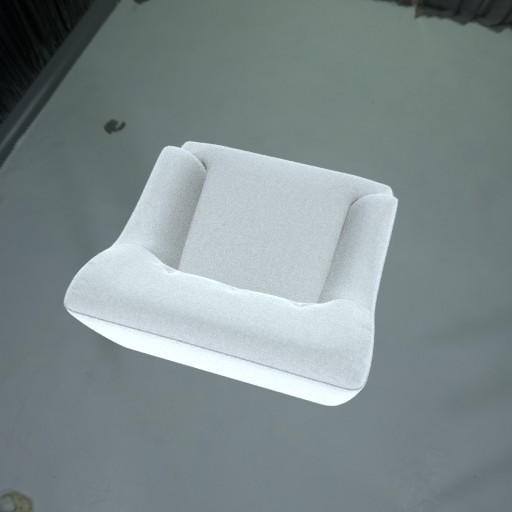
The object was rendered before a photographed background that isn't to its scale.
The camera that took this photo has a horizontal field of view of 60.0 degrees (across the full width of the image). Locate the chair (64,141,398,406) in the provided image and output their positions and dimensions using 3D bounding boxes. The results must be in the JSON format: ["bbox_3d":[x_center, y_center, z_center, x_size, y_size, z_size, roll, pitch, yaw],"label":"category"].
[{"bbox_3d":[0.000,0.000,1.650,0.946,0.818,0.951,14,64,7],"label":"chair"}]
